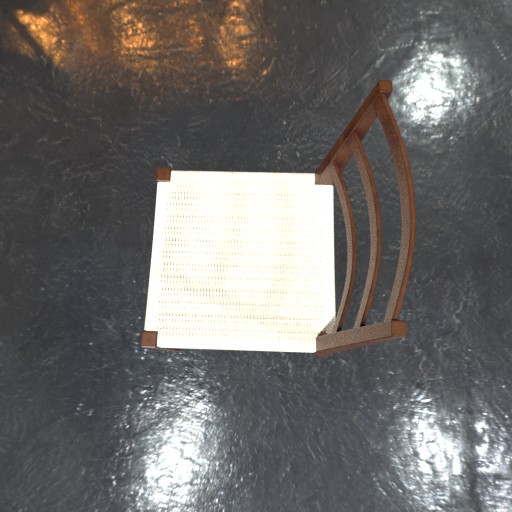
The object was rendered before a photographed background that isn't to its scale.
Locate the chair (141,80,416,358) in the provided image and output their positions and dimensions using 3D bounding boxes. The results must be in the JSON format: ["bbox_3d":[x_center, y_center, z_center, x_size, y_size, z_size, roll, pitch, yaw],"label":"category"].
[{"bbox_3d":[0.000,0.000,1.148,0.551,0.813,0.480,1,75,0],"label":"chair"}]
